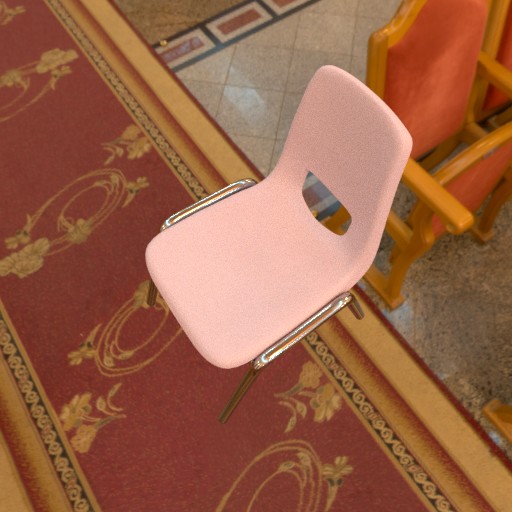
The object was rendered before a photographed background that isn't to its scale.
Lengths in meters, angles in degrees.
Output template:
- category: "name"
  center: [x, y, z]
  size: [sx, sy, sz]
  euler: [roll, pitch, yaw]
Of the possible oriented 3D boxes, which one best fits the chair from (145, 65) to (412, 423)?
- category: "chair"
  center: [0.000, 0.000, 0.831]
  size: [0.423, 0.586, 0.354]
  euler: [-31, 67, -15]
